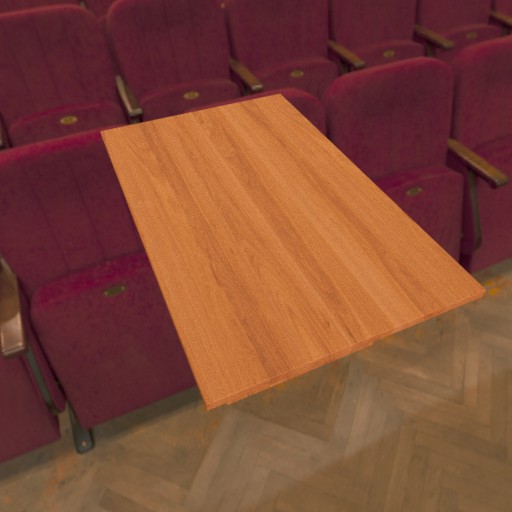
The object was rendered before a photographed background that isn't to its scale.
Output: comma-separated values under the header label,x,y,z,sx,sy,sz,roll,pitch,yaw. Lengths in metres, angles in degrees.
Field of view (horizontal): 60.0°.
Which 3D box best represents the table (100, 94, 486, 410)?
label,x,y,z,sx,sy,sz,roll,pitch,yaw
table,0.000,0.000,1.479,0.700,0.510,1.100,-18,48,-17
